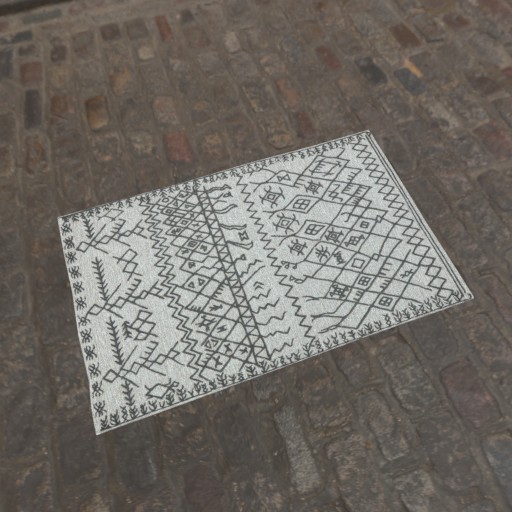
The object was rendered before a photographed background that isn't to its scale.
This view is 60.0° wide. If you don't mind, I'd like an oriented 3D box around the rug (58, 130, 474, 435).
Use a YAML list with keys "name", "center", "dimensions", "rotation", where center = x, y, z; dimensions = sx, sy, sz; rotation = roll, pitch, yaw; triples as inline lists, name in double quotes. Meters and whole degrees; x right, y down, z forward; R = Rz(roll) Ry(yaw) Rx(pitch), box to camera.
- name: "rug"
  center: [0.000, 0.000, 4.695]
  dimensions: [3.824, 0.019, 2.393]
  rotation: [-18, 64, -9]
